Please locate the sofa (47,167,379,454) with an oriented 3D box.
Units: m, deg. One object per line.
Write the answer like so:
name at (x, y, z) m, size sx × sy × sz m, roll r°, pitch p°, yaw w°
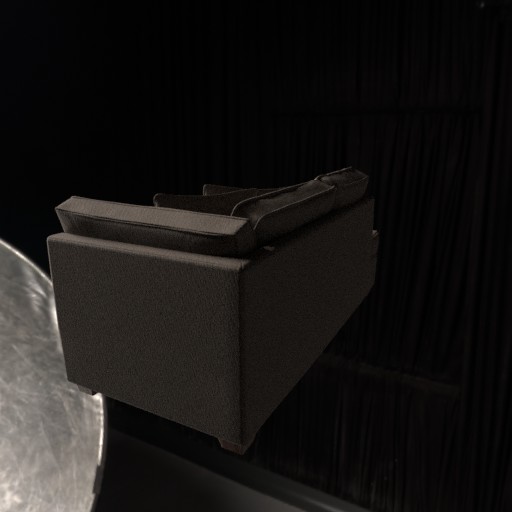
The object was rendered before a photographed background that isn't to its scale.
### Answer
sofa at (0.000, 0.000, 2.840) m, size 1.110 × 1.033 × 2.237 m, roll 8°, pitch 18°, yaw 27°
